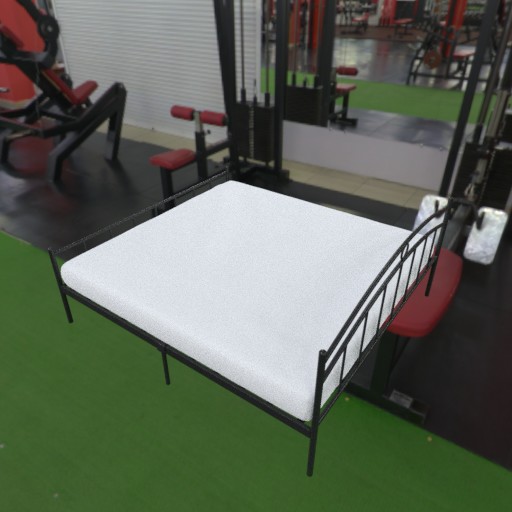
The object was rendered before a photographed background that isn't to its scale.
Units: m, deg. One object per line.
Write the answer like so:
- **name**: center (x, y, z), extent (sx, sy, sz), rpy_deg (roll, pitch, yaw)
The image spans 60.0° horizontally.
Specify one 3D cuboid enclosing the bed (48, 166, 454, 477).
- **bed**: center (0.000, 0.000, 3.135), extent (2.040, 0.940, 1.880), rpy_deg (21, 38, 30)
